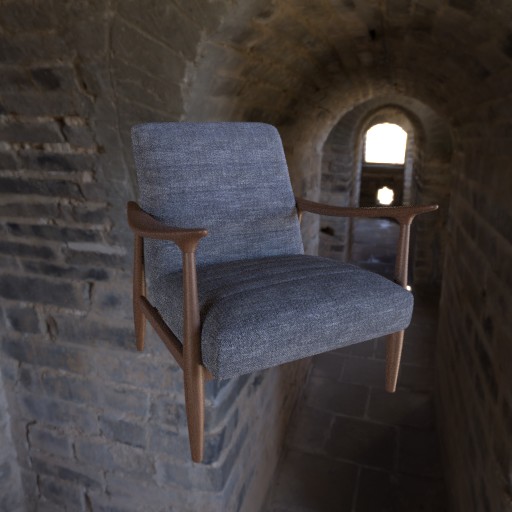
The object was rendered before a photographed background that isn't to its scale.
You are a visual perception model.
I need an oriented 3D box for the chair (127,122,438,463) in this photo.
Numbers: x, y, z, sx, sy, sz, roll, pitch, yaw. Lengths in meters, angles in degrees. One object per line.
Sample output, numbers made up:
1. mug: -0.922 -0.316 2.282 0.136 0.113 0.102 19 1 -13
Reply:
1. chair: 0.000 0.000 1.407 0.741 0.832 0.798 -8 17 -27
